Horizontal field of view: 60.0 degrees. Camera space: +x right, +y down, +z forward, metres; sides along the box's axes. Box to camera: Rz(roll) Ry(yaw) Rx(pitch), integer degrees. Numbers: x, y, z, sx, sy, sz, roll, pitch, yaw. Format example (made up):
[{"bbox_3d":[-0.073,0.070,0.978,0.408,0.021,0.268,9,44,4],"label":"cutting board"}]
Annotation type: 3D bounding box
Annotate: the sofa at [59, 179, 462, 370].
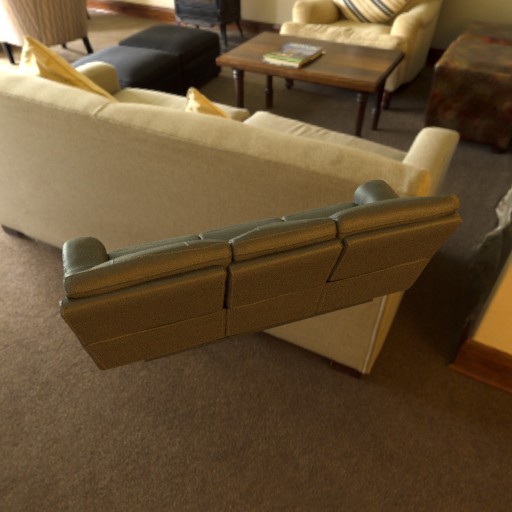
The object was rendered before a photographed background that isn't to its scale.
[{"bbox_3d":[0.000,0.000,3.247,2.627,1.134,1.104,-13,43,-14],"label":"sofa"}]
